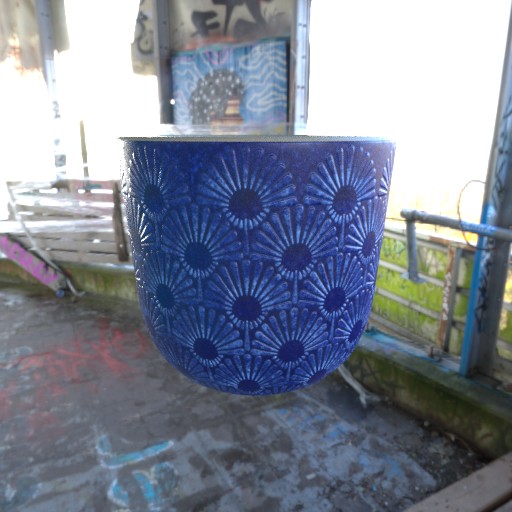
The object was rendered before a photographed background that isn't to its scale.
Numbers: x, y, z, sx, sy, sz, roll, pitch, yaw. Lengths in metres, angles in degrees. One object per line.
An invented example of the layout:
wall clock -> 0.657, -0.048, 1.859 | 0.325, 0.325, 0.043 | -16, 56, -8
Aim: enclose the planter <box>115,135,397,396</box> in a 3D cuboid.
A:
planter -> 0.000, 0.000, 0.363 | 0.206, 0.190, 0.206 | 0, 16, 0
